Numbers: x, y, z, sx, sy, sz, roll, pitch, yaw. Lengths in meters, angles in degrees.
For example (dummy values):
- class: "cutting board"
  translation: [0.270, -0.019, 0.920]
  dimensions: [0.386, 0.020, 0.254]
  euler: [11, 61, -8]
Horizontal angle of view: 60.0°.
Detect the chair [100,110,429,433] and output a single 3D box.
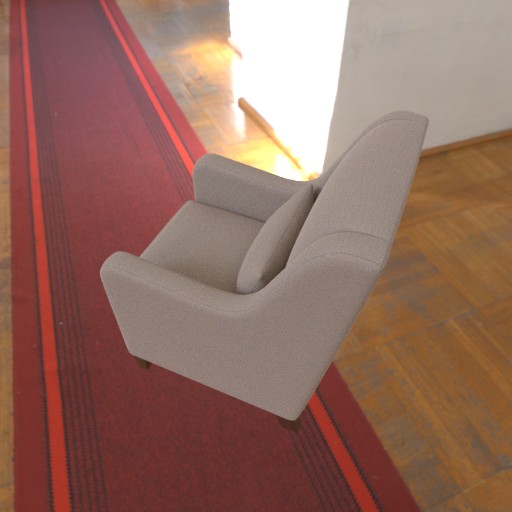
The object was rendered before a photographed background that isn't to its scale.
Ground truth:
- class: "chair"
  translation: [0.000, 0.000, 1.619]
  dimensions: [0.896, 1.017, 0.715]
  euler: [17, 48, 16]
